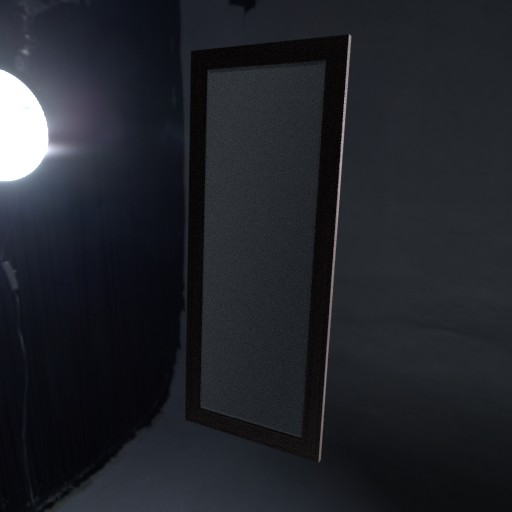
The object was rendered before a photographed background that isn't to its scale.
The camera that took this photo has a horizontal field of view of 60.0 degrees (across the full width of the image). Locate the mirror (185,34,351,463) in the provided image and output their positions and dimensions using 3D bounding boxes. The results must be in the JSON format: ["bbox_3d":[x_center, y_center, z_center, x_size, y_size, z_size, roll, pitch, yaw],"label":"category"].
[{"bbox_3d":[0.000,0.000,2.256,0.812,2.020,0.221,7,16,25],"label":"mirror"}]
